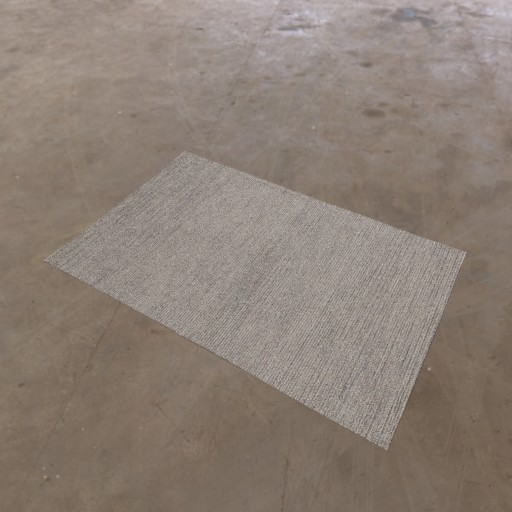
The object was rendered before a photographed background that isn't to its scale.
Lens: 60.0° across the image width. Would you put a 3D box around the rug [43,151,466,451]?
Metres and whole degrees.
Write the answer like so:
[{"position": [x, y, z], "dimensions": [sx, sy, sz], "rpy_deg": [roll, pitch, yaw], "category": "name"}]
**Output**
[{"position": [0.000, 0.000, 2.233], "dimensions": [1.804, 0.022, 1.162], "rpy_deg": [24, 50, 21], "category": "rug"}]
